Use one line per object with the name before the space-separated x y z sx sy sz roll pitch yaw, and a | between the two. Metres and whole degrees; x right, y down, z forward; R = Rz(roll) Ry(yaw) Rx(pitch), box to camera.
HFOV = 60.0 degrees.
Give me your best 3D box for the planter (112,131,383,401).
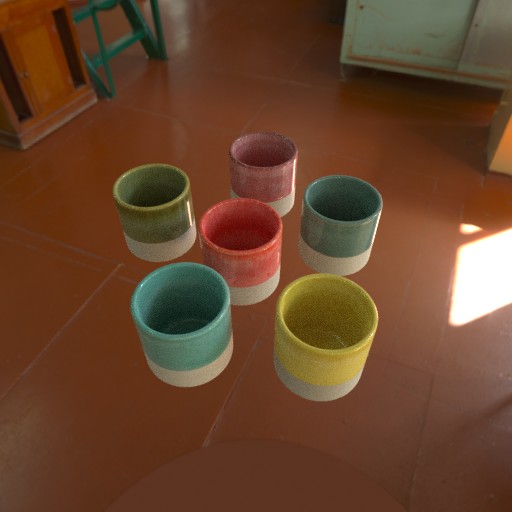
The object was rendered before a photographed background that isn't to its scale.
planter | 0.000 0.000 0.418 0.257 0.075 0.286 -24 51 -22
